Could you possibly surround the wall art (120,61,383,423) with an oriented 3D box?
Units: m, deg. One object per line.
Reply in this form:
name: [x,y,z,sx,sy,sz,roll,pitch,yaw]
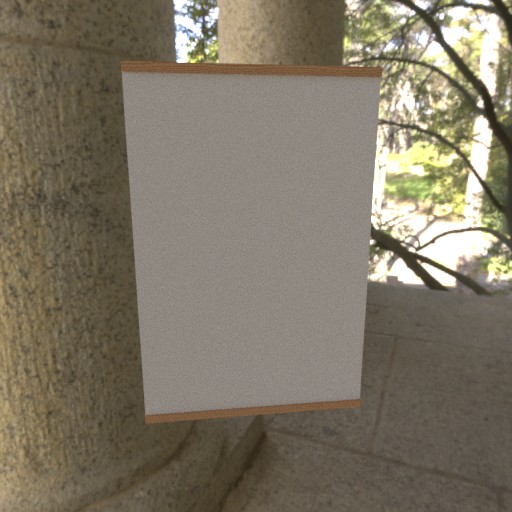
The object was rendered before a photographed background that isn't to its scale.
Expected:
wall art: [0.000,0.000,1.895,1.011,1.521,0.025,-2,14,-7]
